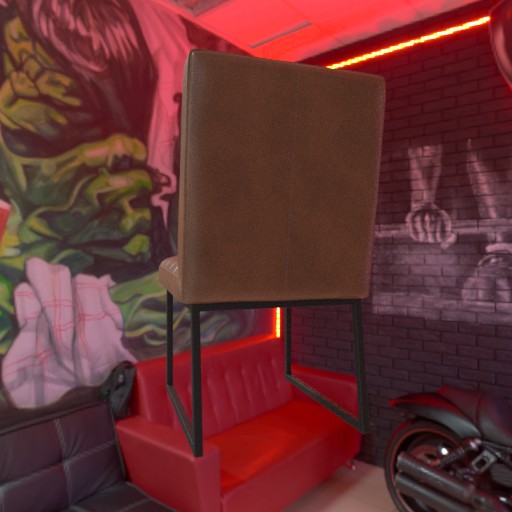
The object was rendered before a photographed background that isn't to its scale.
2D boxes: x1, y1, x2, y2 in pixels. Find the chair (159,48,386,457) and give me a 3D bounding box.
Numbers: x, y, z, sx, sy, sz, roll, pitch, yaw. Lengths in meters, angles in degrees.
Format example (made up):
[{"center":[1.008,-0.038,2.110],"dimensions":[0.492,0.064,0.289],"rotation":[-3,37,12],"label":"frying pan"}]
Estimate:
[{"center":[0.000,0.000,1.334],"dimensions":[0.520,0.930,0.634],"rotation":[0,0,-18],"label":"chair"}]
